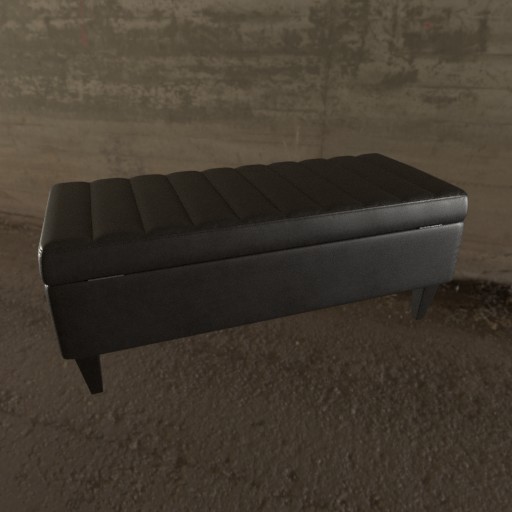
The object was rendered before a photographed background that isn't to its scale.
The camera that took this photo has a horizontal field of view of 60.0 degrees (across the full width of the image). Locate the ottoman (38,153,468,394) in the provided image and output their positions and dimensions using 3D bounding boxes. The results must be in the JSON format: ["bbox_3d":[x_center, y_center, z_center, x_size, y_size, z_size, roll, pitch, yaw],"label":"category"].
[{"bbox_3d":[0.000,0.000,1.384,1.151,0.469,0.482,-9,29,-17],"label":"ottoman"}]
